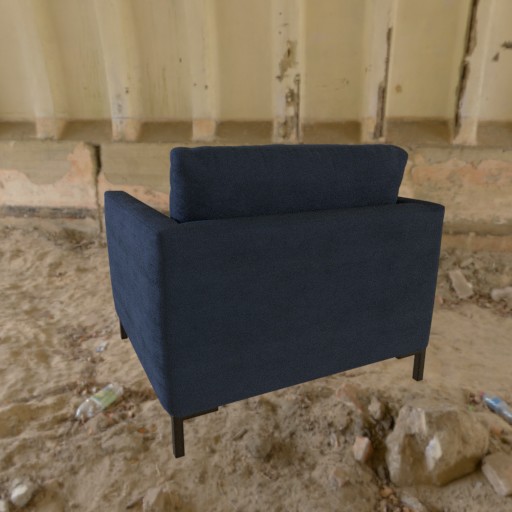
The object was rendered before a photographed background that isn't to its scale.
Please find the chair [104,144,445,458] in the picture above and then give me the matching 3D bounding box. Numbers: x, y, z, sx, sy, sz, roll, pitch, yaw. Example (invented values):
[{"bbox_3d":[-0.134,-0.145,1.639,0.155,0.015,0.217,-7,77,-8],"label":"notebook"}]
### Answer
[{"bbox_3d":[0.000,0.000,1.640,0.964,0.812,0.875,-7,17,-25],"label":"chair"}]
